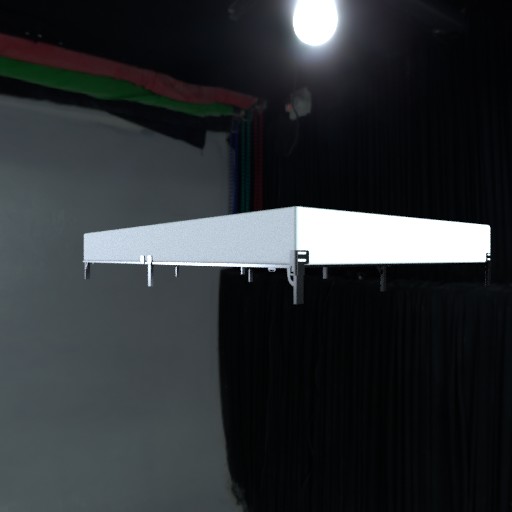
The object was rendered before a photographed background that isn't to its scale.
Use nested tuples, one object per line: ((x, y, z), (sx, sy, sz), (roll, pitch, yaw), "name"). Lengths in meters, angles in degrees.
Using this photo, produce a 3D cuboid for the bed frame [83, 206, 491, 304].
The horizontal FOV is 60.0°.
((0.000, 0.000, 3.734), (1.930, 0.440, 2.987), (0, 0, -39), "bed frame")
